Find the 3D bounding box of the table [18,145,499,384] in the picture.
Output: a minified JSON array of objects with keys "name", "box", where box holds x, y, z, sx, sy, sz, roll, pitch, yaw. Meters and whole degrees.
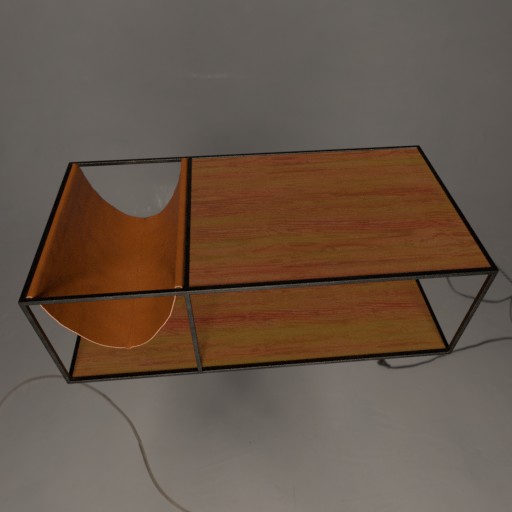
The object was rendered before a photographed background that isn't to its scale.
[{"name":"table","box":[0.000,0.000,1.447,1.199,0.403,0.597,-4,46,-4]}]
